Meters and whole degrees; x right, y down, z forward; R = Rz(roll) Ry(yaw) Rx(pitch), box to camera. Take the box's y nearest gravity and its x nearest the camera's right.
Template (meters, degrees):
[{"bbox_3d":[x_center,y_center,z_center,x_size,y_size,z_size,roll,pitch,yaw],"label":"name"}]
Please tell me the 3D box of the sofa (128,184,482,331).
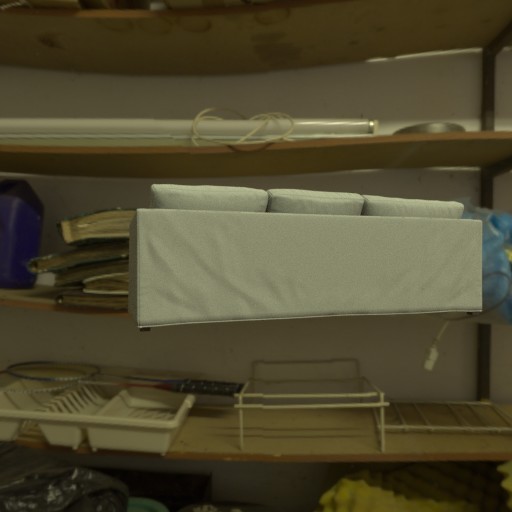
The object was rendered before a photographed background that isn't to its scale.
[{"bbox_3d":[0.000,0.000,4.313,2.432,0.871,3.182,0,0,-18],"label":"sofa"}]
